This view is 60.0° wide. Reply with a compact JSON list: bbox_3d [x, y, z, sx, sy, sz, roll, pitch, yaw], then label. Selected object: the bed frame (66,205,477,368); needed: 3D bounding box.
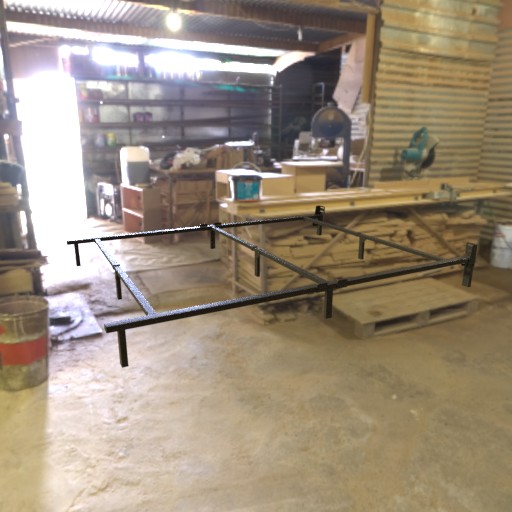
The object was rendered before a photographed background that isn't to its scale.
[{"bbox_3d":[0.000,0.000,2.682,1.990,0.248,1.498,-8,18,-26],"label":"bed frame"}]
